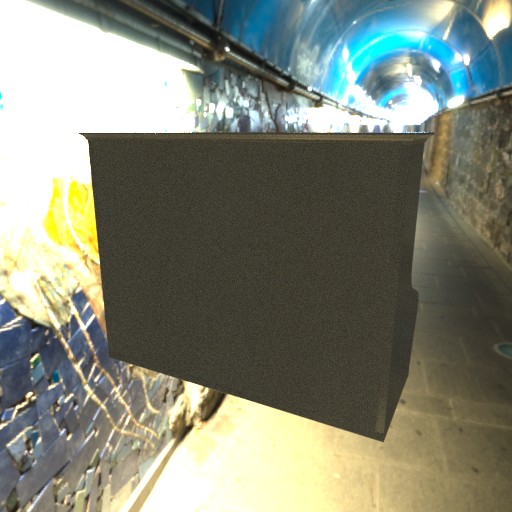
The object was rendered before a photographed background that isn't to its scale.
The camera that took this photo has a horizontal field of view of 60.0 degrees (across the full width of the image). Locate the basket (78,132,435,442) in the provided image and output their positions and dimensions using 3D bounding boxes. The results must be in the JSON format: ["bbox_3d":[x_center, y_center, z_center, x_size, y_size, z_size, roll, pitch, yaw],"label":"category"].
[{"bbox_3d":[0.000,0.000,1.115,0.780,0.600,0.350,8,18,27],"label":"basket"}]
